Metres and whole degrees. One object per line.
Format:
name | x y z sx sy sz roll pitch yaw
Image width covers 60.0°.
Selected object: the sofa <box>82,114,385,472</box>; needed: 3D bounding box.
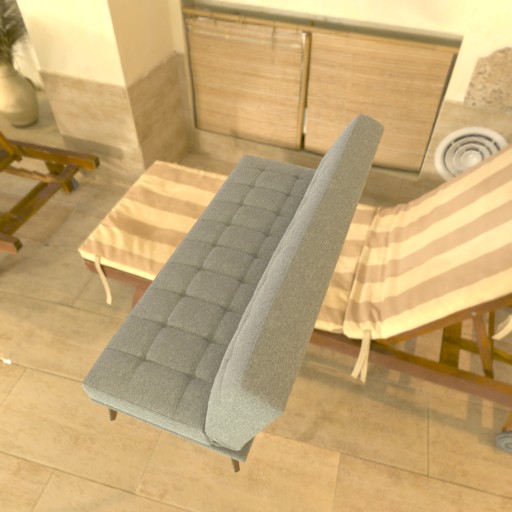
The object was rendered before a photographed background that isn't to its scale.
sofa | 0.000 0.000 2.243 0.860 0.810 1.800 16 48 14
